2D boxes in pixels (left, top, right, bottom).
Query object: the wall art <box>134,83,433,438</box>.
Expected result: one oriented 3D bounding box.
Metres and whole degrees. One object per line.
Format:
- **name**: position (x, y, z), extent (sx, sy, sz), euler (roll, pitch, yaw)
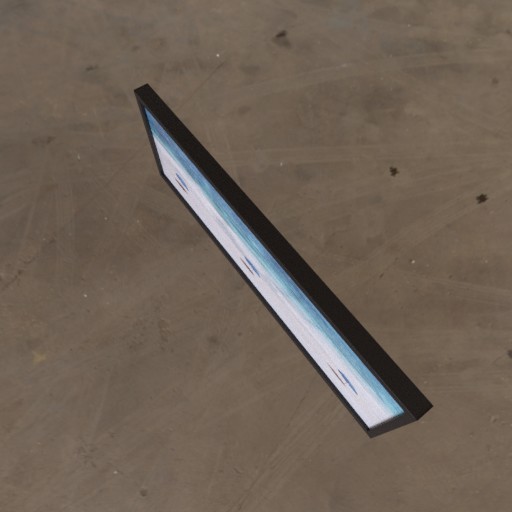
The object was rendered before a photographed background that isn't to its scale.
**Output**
- **wall art**: position (0.000, 0.000, 0.963), extent (0.037, 0.303, 0.860), euler (-33, 68, -16)
